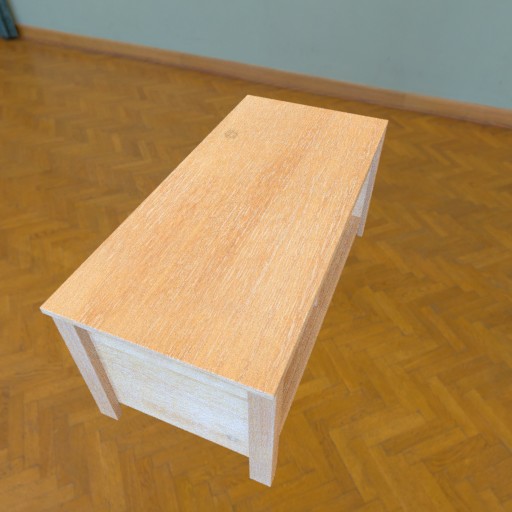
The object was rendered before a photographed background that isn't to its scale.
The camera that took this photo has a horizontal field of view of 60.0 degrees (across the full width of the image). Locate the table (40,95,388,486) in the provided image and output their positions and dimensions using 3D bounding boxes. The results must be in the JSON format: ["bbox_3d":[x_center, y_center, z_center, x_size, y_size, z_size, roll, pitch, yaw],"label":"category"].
[{"bbox_3d":[0.000,0.000,1.283,0.483,0.457,1.016,16,46,16],"label":"table"}]
